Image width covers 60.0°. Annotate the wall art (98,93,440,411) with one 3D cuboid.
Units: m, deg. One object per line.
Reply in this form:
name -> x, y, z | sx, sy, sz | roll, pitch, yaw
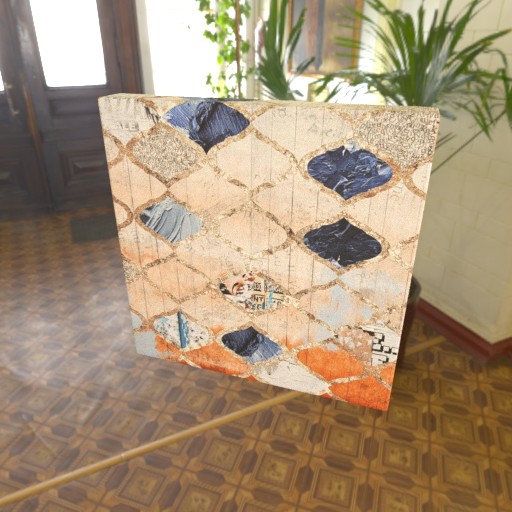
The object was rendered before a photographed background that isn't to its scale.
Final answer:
wall art -> 0.000, 0.000, 0.457 | 0.303, 0.304, 0.036 | 8, 28, 16
